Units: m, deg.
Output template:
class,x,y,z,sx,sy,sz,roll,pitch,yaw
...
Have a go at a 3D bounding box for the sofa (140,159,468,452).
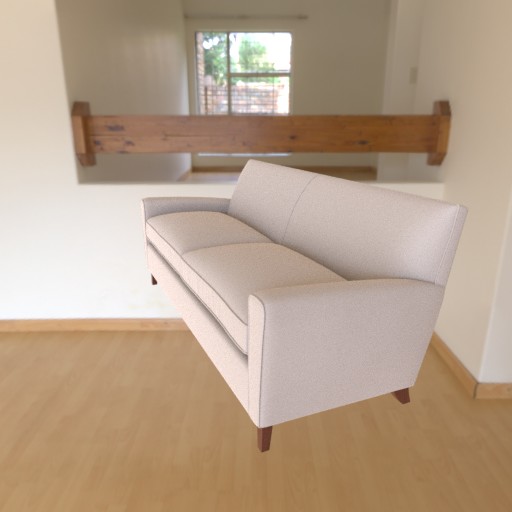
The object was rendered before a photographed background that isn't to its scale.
class,x,y,z,sx,sy,sz,roll,pitch,yaw
sofa,0.000,0.000,2.421,0.875,0.846,2.000,-8,19,-23
